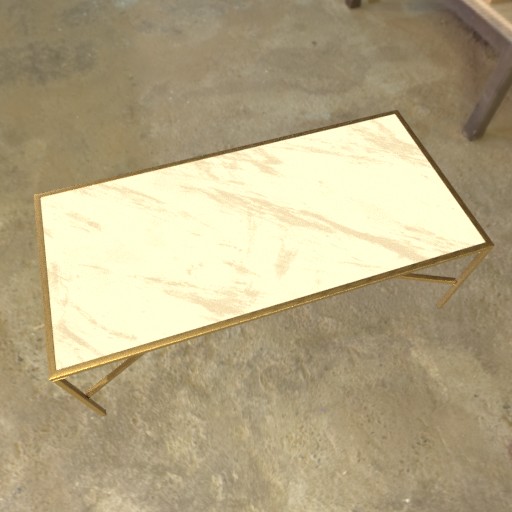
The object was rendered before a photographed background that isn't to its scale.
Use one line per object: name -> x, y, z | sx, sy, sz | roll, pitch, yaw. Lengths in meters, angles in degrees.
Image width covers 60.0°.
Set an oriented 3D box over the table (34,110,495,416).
table -> 0.000, 0.000, 1.437 | 1.197, 0.405, 0.577 | -16, 60, -9
